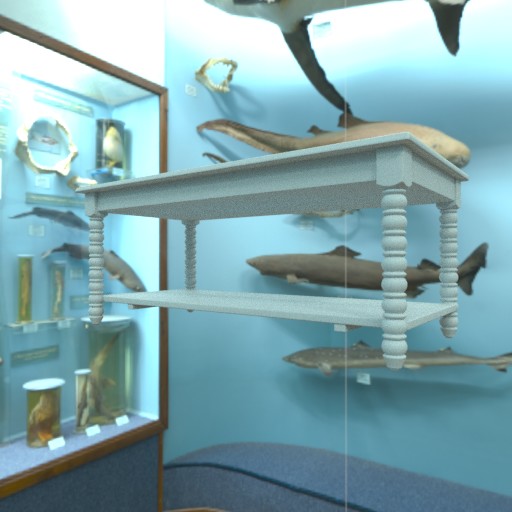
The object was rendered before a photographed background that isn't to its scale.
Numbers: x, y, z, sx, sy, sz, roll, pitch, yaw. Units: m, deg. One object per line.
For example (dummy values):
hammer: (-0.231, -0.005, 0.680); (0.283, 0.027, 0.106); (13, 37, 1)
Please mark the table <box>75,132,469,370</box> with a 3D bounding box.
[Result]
table: (0.000, 0.000, 1.447); (1.171, 0.487, 0.580); (0, -1, 36)
